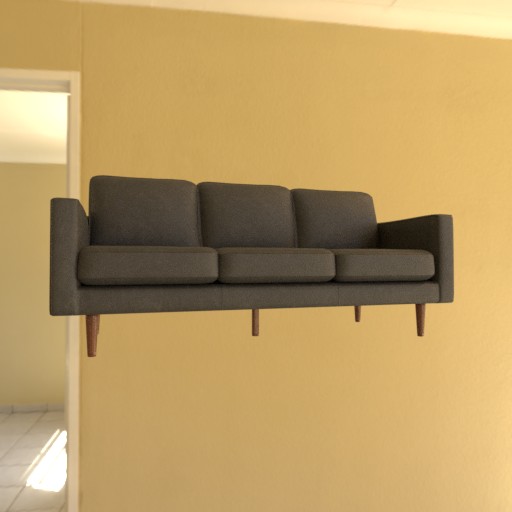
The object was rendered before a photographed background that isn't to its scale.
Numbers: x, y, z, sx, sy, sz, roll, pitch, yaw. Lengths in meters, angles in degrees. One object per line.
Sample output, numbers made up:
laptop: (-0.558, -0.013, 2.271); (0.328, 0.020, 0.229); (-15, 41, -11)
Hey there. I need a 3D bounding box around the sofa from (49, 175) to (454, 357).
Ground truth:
sofa: (0.000, 0.000, 2.489); (2.029, 0.899, 0.879); (0, -1, -18)
